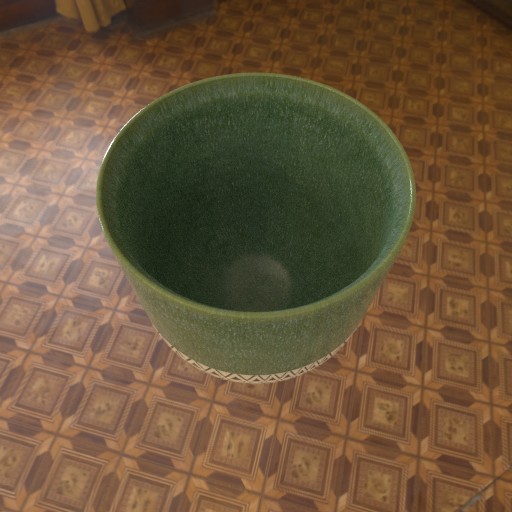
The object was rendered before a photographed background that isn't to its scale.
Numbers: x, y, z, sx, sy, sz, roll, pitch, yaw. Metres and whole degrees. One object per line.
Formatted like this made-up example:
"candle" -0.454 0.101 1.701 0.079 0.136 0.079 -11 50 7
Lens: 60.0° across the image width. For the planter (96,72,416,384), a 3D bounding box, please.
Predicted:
"planter" 0.000 0.000 0.487 0.266 0.270 0.266 0 58 0
